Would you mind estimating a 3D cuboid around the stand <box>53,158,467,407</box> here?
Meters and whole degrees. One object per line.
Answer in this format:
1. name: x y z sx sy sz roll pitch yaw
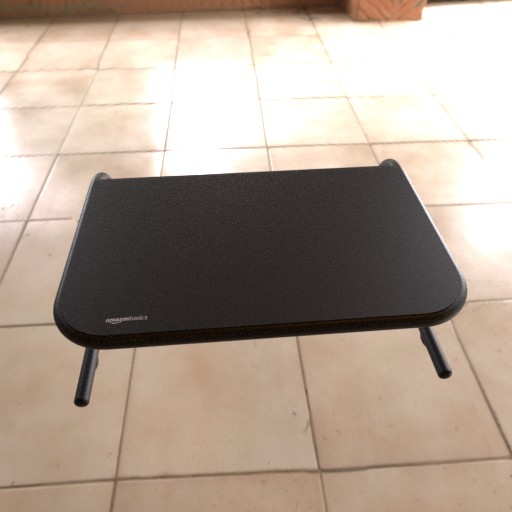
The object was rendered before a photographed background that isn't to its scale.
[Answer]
1. stand: 0.000 0.000 0.495 0.370 0.108 0.280 -3 45 -3
